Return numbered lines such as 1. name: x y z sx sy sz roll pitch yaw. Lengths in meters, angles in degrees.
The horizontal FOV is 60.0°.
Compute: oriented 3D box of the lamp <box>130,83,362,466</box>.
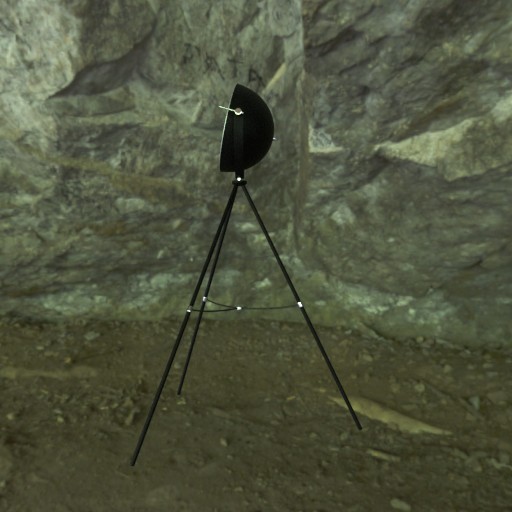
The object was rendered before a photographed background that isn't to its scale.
1. lamp: 0.000 0.000 2.001 0.920 1.512 0.817 0 0 -1
